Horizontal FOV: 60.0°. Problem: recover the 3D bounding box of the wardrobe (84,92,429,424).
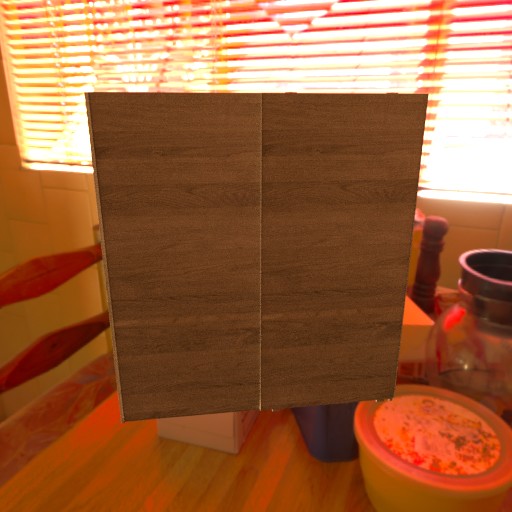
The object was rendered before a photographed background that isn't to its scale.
[{"bbox_3d":[0.000,0.000,2.849,1.780,1.960,0.629,-2,18,-8],"label":"wardrobe"}]
